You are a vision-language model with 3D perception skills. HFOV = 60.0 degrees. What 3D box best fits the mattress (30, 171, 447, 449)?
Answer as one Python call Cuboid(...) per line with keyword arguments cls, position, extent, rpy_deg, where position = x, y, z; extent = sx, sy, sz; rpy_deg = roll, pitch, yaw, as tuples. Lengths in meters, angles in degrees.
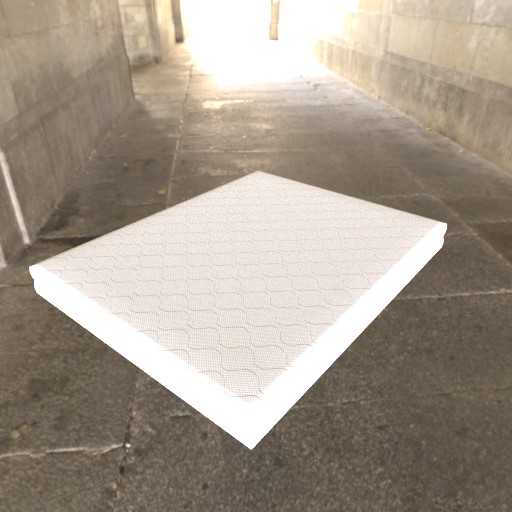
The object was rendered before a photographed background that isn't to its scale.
Cuboid(cls="mattress", position=(0.000, 0.000, 2.706), extent=(1.600, 0.200, 2.000), rpy_deg=(23, 37, 33))
